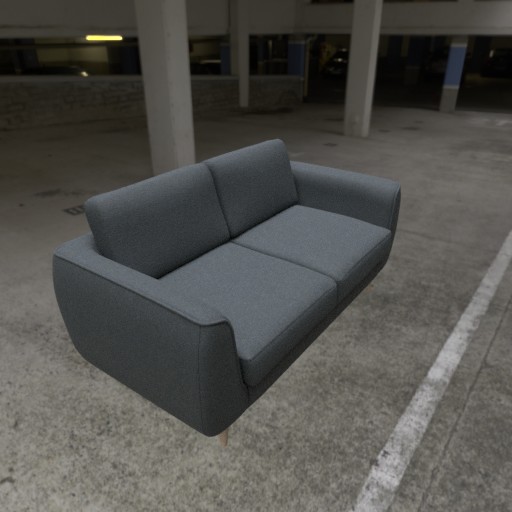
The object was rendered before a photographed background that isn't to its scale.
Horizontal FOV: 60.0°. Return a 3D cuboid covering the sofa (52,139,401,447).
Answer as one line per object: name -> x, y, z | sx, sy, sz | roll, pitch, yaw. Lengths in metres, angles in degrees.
sofa -> 0.000, 0.000, 2.188 | 0.920, 0.850, 1.700 | 18, 32, 31
